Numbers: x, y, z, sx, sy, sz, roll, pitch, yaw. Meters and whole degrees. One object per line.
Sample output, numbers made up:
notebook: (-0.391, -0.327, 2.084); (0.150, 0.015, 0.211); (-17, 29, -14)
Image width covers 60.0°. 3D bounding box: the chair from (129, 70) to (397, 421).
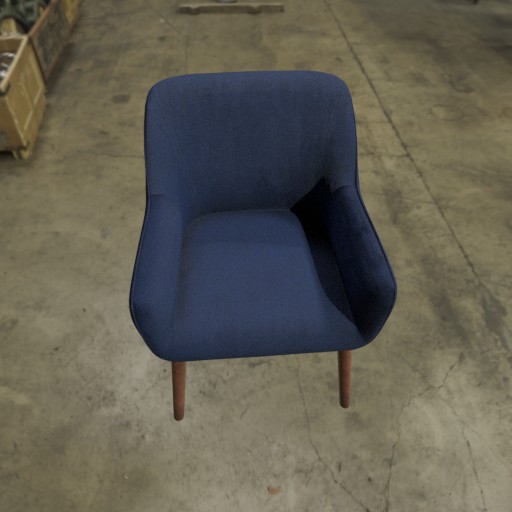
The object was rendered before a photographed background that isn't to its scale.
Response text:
chair: (0.000, 0.000, 1.268); (0.600, 0.820, 0.600); (-3, 46, -3)
